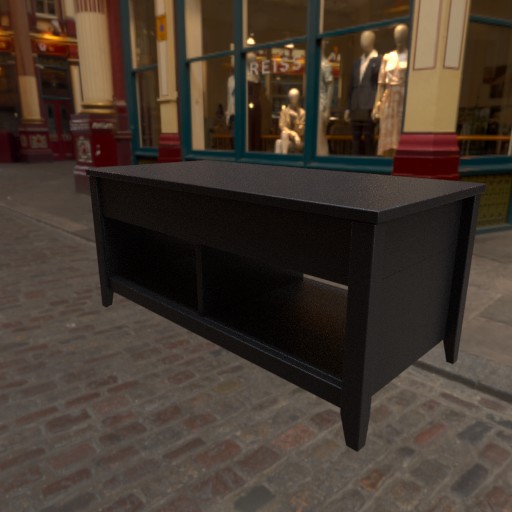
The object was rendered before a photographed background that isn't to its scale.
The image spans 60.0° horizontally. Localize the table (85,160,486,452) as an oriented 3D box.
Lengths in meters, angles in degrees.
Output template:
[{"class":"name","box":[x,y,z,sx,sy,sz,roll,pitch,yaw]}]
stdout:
[{"class":"table","box":[0.000,0.000,1.263,1.016,0.457,0.483,16,23,42]}]
